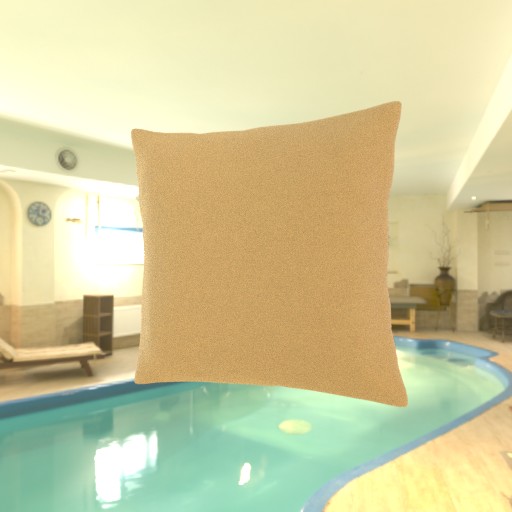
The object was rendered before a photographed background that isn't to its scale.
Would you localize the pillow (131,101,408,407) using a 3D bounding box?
[{"bbox_3d":[0.000,0.000,0.810,0.523,0.510,0.166,0,-1,18],"label":"pillow"}]
